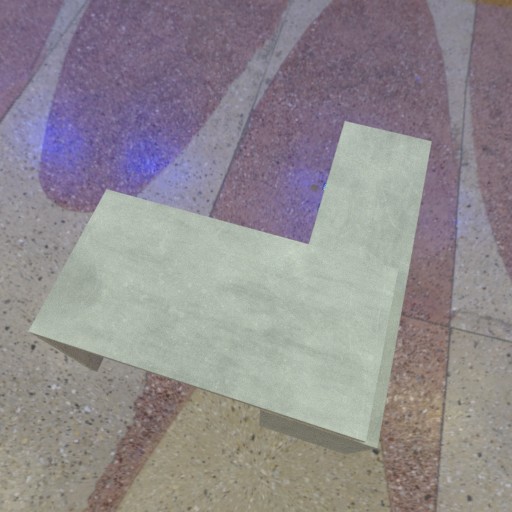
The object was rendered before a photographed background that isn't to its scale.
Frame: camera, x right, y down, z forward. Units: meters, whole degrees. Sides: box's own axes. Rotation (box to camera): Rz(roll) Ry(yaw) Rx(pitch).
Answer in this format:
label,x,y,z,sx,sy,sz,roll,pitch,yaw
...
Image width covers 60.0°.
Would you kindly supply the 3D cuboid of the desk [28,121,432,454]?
label,x,y,z,sx,sy,sz,roll,pitch,yaw
desk,0.000,0.000,2.288,1.400,0.740,1.500,16,65,7
